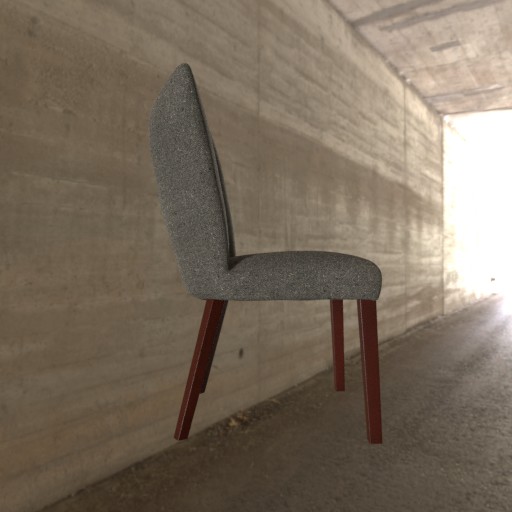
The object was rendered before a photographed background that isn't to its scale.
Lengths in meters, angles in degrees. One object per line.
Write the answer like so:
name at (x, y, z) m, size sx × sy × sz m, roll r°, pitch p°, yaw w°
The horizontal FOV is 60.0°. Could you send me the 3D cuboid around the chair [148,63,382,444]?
chair at (0.000, 0.000, 1.320) m, size 0.623 × 0.924 × 0.535 m, roll 0°, pitch -1°, yaw 0°
